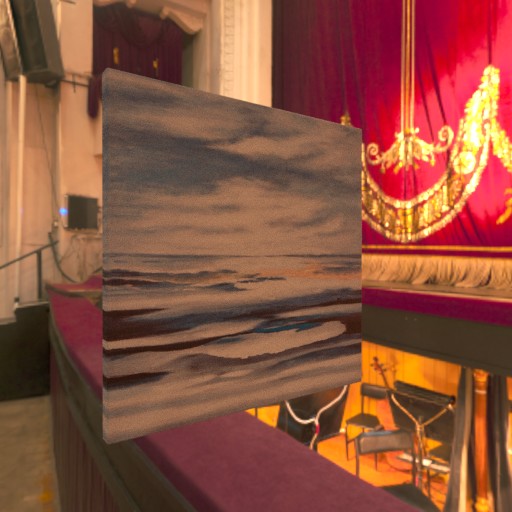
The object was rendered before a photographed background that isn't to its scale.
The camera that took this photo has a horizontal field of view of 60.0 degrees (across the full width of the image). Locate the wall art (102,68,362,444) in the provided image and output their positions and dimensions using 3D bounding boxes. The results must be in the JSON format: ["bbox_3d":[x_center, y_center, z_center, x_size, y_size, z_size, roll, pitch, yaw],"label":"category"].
[{"bbox_3d":[0.000,0.000,1.106,0.747,0.747,0.035,0,0,-36],"label":"wall art"}]
